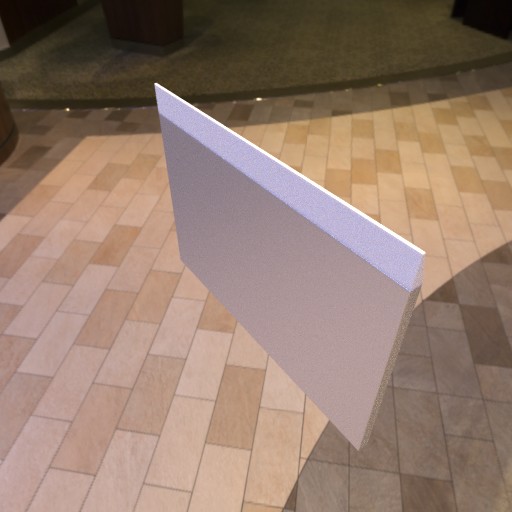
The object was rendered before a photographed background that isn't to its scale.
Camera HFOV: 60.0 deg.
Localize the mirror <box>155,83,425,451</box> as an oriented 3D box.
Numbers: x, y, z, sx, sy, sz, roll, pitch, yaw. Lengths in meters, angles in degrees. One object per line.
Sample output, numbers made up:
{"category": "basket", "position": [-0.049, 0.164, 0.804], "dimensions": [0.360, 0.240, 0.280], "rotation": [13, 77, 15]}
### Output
{"category": "mirror", "position": [0.000, 0.000, 1.134], "dimensions": [0.030, 0.630, 0.870], "rotation": [-26, 47, -27]}
